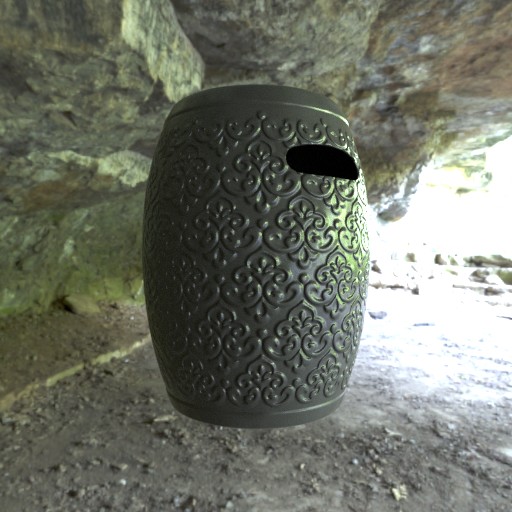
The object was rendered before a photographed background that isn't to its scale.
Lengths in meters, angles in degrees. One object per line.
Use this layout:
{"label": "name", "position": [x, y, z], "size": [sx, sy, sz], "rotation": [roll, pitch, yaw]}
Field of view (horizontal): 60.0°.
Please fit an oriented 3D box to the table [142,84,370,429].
{"label": "table", "position": [0.000, 0.000, 0.619], "size": [0.309, 0.397, 0.309], "rotation": [0, 1, 0]}
